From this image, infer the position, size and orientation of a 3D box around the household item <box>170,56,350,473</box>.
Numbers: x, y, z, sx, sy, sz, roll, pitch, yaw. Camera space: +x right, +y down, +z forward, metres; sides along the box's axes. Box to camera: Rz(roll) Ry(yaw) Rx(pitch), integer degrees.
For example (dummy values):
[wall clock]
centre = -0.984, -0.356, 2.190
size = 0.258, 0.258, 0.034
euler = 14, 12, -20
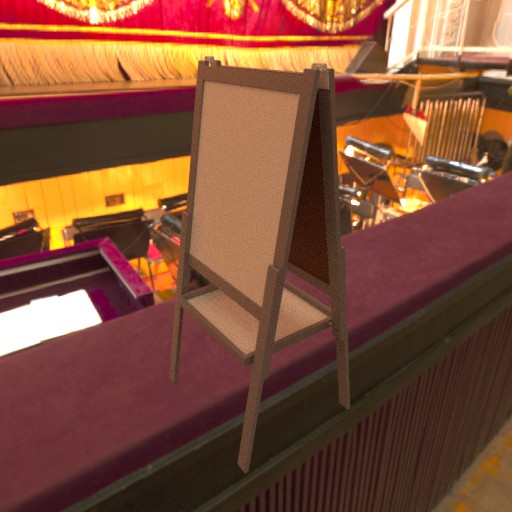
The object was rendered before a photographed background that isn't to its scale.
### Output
[household item]
centre = 0.000, 0.000, 1.441
size = 0.469, 1.172, 0.531
euler = -18, 31, -31
